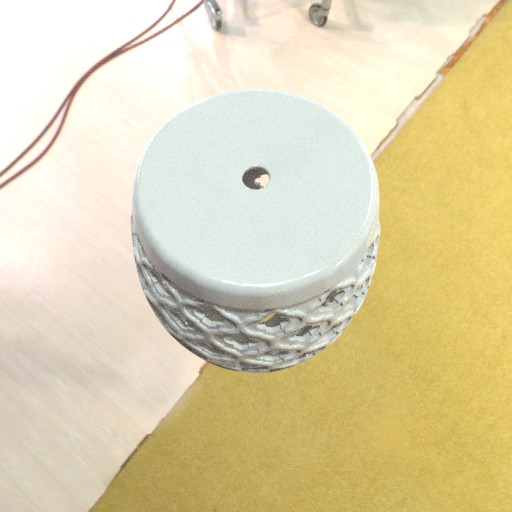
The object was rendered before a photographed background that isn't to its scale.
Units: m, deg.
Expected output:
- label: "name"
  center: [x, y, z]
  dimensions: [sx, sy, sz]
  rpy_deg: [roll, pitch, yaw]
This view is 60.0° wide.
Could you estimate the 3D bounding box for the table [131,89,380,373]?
- label: "table"
  center: [0.000, 0.000, 0.641]
  dimensions: [0.325, 0.388, 0.325]
  rpy_deg: [0, 65, 0]
